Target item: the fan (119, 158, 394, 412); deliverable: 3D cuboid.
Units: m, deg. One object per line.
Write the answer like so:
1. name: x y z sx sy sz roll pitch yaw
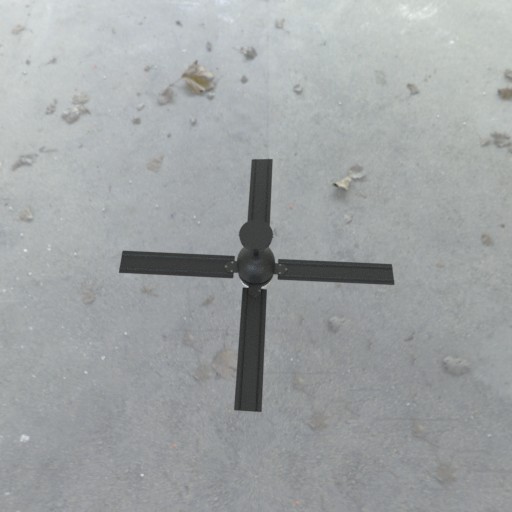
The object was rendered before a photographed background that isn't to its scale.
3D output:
1. fan: 0.000 0.000 2.023 1.319 0.410 1.319 1 64 1
